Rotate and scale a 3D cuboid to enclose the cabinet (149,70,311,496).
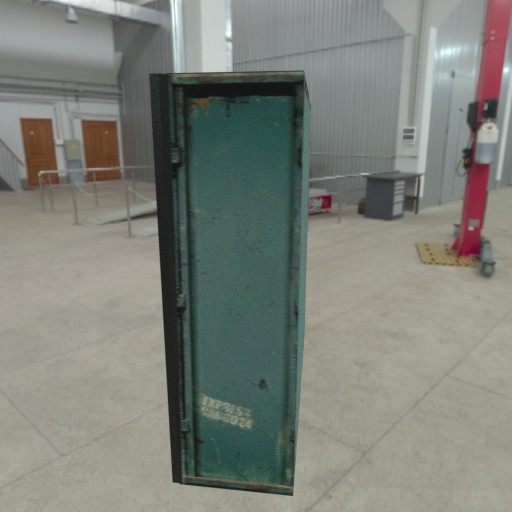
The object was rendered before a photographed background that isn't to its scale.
[{"bbox_3d":[0.000,0.000,3.141,0.680,2.160,2.000,2,15,7],"label":"cabinet"}]
